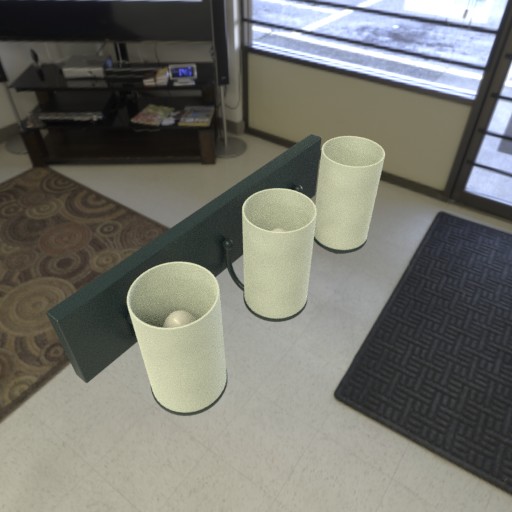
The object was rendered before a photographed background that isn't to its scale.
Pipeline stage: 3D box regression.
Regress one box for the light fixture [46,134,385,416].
[{"bbox_3d":[0.000,0.000,0.544,0.145,0.172,0.451,28,50,27],"label":"light fixture"}]
